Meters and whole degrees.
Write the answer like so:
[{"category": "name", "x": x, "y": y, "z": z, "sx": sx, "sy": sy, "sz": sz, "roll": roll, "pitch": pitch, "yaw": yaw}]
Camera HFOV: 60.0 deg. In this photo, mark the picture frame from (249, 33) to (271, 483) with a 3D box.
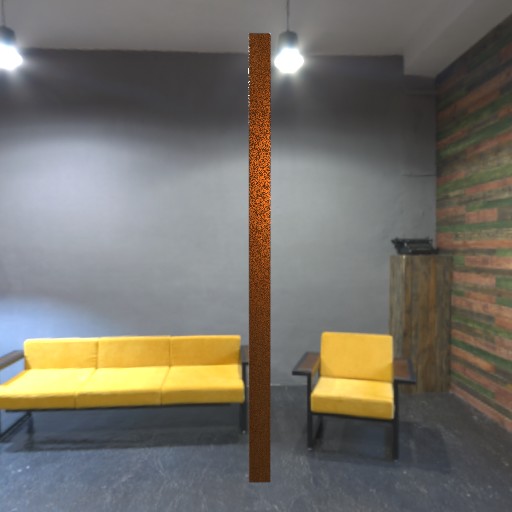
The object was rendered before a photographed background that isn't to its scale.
[{"category": "picture frame", "x": 0.000, "y": 0.000, "z": 1.129, "sx": 0.037, "sy": 0.761, "sz": 0.758, "roll": 0, "pitch": 1, "yaw": -1}]
